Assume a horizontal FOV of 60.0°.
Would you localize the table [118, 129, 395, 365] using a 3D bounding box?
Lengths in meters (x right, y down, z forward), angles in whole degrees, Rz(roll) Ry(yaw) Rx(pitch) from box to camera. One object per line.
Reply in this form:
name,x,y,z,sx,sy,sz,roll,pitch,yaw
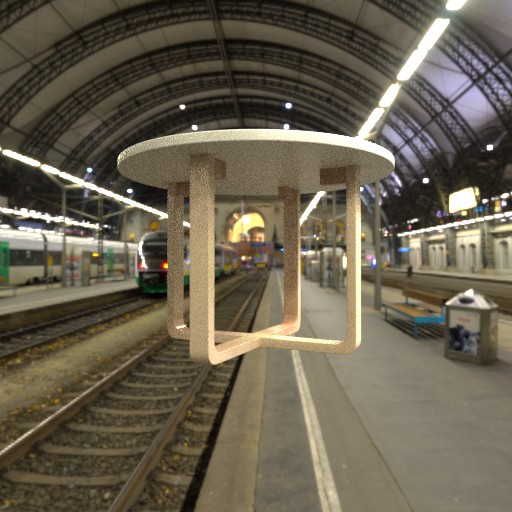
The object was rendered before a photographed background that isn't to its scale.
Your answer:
table,0.000,0.000,1.005,0.600,0.400,0.600,0,-1,0
